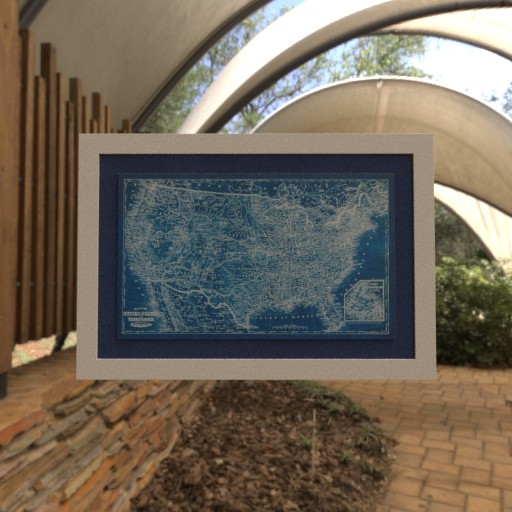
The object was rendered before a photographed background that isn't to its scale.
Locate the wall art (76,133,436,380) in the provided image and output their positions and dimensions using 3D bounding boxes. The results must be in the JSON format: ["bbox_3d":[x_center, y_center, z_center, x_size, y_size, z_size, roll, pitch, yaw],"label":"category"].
[{"bbox_3d":[0.000,0.000,1.648,1.308,0.902,0.051,0,-2,0],"label":"wall art"}]
